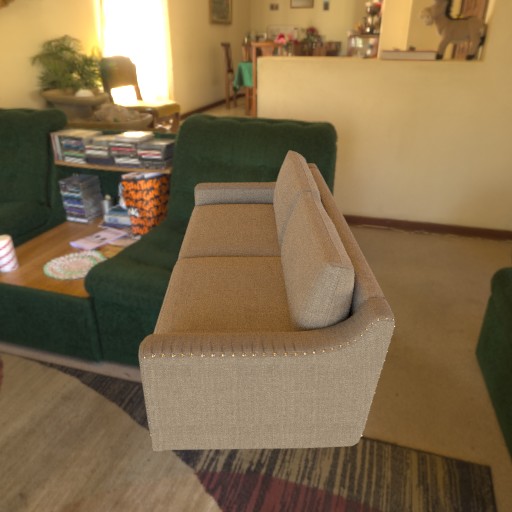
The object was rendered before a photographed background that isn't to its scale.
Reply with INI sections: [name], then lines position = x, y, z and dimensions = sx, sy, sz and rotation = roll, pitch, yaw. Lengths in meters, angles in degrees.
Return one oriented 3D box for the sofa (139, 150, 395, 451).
[sofa]
position = 0.000, 0.000, 2.723
dimensions = 1.000, 0.857, 2.208
rotation = 0, 27, -1
